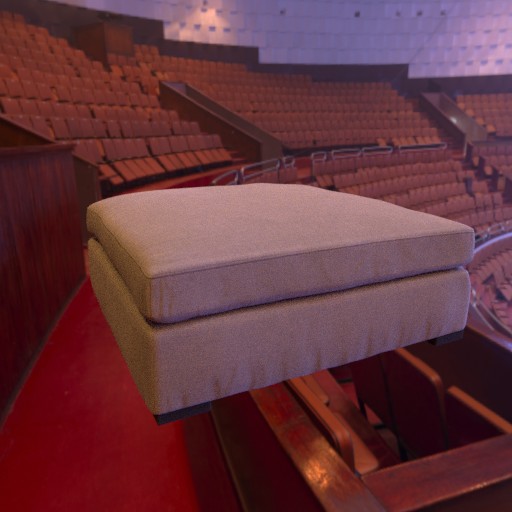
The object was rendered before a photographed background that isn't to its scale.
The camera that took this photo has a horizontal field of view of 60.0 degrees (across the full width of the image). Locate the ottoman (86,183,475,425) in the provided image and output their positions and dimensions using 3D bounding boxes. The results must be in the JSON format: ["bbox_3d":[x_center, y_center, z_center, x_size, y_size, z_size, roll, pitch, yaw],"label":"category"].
[{"bbox_3d":[0.000,0.000,1.806,1.203,0.517,1.171,-8,17,-26],"label":"ottoman"}]
